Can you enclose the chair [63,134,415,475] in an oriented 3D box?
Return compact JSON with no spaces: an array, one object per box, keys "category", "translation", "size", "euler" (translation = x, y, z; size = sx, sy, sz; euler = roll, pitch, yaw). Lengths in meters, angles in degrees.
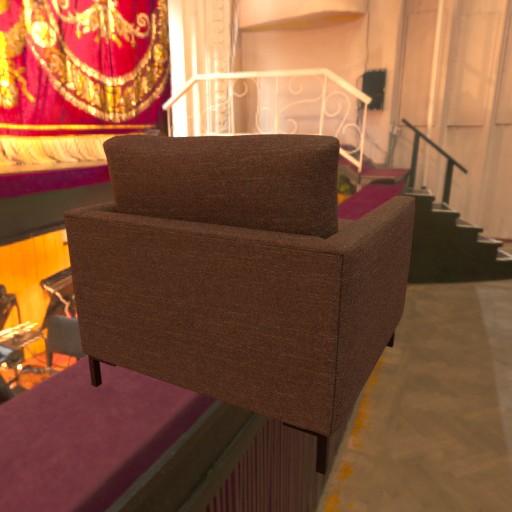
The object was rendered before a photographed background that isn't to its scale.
[{"category":"chair","translation":[0.000,0.000,1.561],"size":[0.940,0.841,0.845],"euler":[9,19,28]}]
